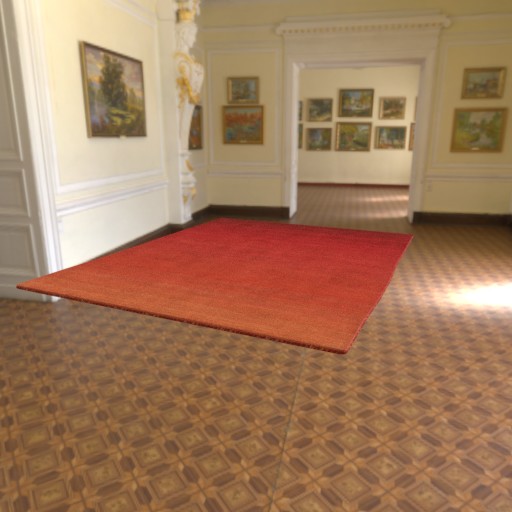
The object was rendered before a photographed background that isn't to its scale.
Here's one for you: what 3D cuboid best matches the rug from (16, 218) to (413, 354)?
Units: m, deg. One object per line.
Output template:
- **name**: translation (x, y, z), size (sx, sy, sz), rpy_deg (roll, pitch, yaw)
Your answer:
- **rug**: translation (0.000, 0.000, 3.856), size (2.340, 0.028, 2.905), rpy_deg (7, 17, 24)
